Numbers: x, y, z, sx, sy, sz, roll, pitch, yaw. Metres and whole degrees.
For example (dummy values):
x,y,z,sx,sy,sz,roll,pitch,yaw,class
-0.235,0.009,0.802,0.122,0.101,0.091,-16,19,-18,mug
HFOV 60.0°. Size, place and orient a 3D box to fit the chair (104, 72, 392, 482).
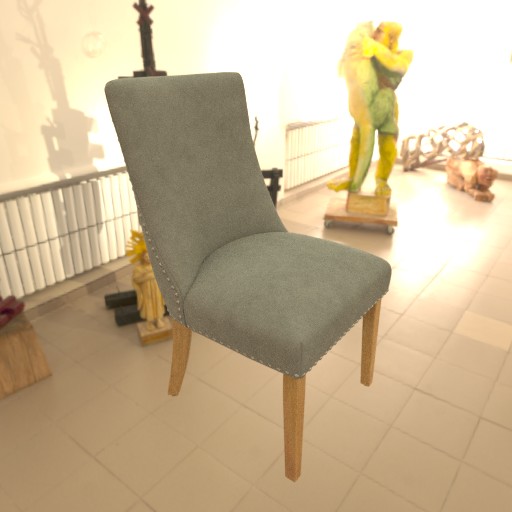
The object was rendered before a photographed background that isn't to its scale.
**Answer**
x,y,z,sx,sy,sz,roll,pitch,yaw,class
0.000,0.000,1.211,0.610,0.902,0.495,18,31,33,chair
